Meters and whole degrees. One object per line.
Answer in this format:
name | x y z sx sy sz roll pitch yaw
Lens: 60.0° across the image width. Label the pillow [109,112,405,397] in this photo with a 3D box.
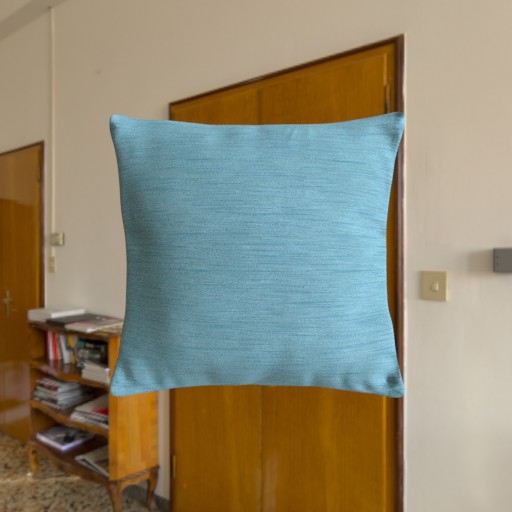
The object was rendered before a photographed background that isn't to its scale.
pillow | 0.000 0.000 0.641 0.433 0.415 0.151 0 0 1
